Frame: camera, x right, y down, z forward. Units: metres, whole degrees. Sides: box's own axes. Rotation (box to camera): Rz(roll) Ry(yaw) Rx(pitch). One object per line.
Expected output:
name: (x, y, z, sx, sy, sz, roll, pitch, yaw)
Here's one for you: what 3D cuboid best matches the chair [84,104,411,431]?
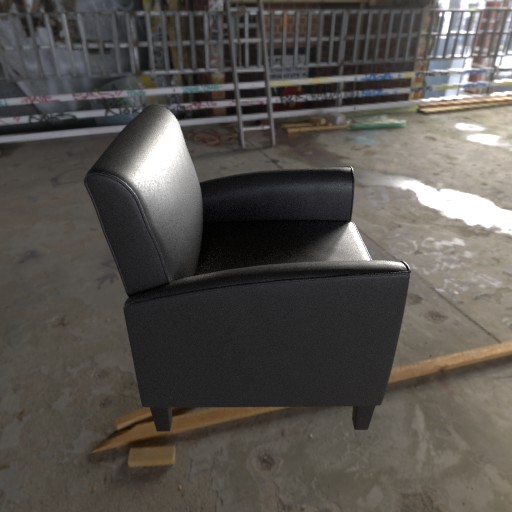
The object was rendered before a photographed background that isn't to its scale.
chair: (0.000, 0.000, 1.570, 0.819, 0.916, 0.820, 0, 31, 0)
